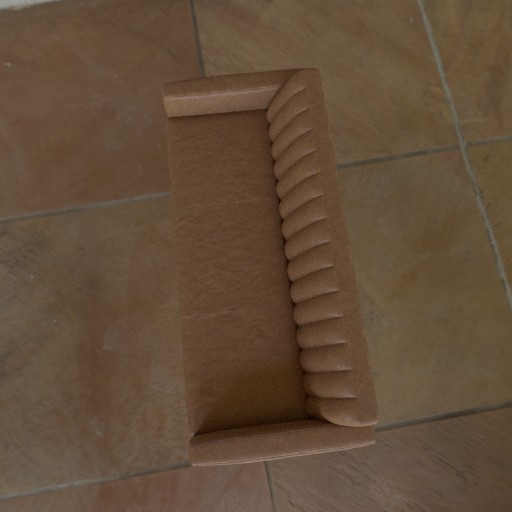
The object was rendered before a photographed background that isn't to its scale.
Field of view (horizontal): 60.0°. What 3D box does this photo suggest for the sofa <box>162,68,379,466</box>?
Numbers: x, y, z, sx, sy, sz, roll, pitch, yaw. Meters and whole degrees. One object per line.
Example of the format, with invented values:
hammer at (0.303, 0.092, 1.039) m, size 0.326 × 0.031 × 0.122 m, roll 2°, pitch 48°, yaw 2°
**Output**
sofa at (0.000, 0.000, 2.738) m, size 0.990 × 0.821 × 2.291 m, roll -6°, pitch 76°, yaw -2°
